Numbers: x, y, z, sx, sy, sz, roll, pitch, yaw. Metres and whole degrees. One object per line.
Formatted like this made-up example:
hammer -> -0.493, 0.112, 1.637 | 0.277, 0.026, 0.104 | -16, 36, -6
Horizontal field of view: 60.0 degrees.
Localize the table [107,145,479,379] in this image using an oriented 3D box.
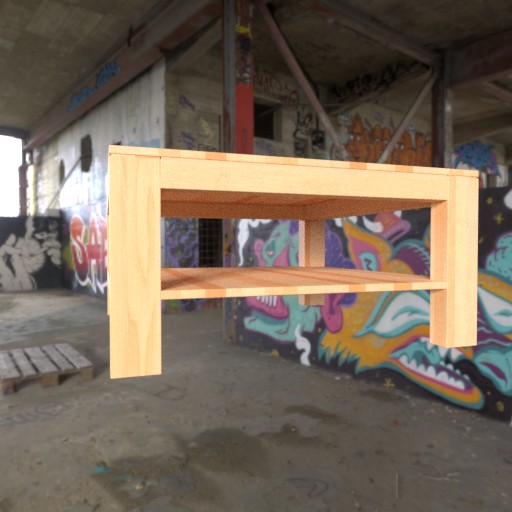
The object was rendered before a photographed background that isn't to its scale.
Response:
table -> 0.000, 0.000, 1.422 | 0.900, 0.450, 0.900 | 0, 1, -19
